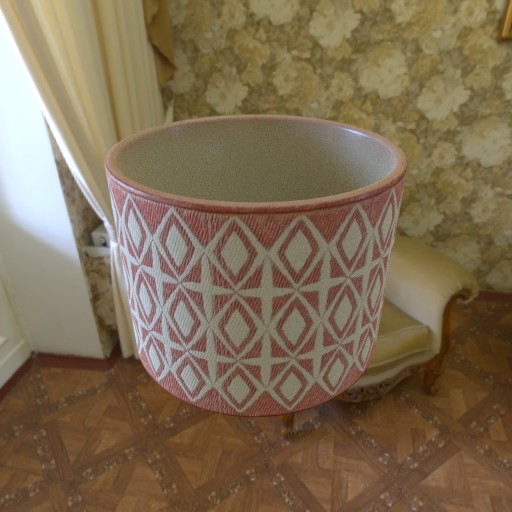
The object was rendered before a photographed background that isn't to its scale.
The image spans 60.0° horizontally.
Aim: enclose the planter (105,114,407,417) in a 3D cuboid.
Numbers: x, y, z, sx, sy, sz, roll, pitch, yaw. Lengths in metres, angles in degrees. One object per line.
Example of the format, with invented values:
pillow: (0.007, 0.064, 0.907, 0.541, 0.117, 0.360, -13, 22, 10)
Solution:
planter: (0.000, 0.000, 0.475, 0.273, 0.237, 0.273, 0, 30, 0)
